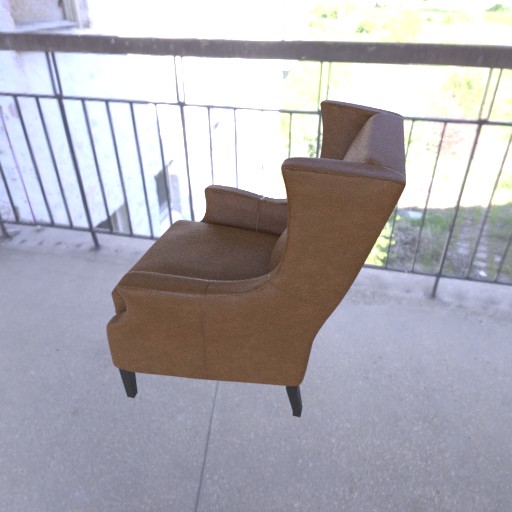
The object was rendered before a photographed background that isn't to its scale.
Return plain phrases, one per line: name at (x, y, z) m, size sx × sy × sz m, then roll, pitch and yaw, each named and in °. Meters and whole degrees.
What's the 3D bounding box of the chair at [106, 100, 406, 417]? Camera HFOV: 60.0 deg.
chair at (0.000, 0.000, 1.680) m, size 0.925 × 1.016 × 0.852 m, roll 8°, pitch 33°, yaw 13°
